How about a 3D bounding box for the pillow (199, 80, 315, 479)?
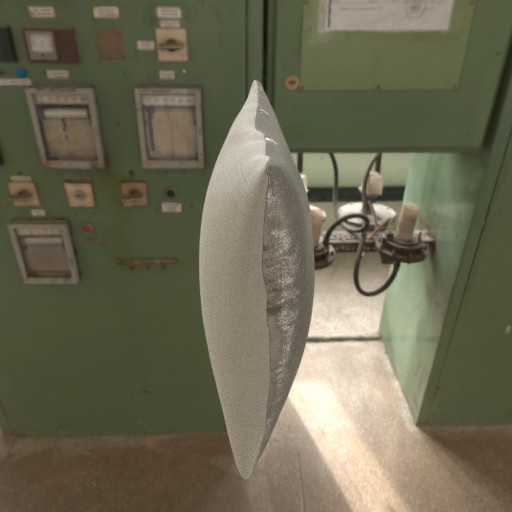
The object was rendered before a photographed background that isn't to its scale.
[{"bbox_3d":[0.000,0.000,0.708,0.175,0.464,0.470,0,31,0],"label":"pillow"}]
